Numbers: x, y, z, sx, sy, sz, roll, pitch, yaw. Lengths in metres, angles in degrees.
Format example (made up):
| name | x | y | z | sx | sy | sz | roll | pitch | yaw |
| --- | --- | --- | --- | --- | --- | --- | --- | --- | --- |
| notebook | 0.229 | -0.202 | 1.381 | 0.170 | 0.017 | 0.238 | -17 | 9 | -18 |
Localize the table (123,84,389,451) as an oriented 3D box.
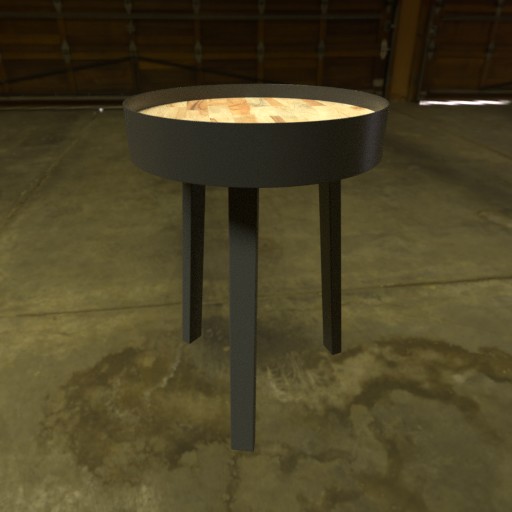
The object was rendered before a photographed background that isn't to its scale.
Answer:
| name | x | y | z | sx | sy | sz | roll | pitch | yaw |
| --- | --- | --- | --- | --- | --- | --- | --- | --- | --- |
| table | 0.000 | 0.000 | 0.827 | 0.406 | 0.559 | 0.406 | 0 | 27 | 0 |
